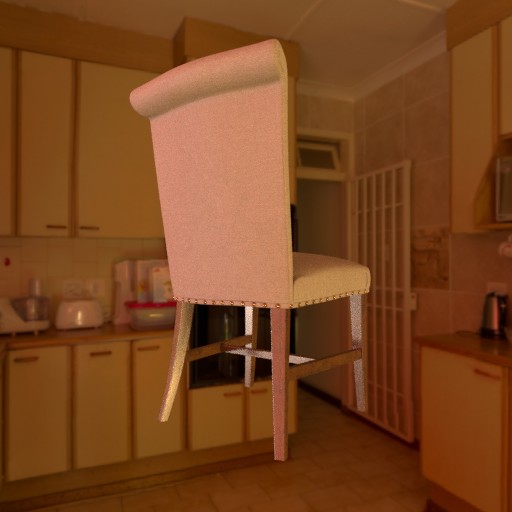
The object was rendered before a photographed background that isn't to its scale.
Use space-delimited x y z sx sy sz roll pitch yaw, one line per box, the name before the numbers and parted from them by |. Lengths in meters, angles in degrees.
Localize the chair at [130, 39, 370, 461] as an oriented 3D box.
chair | 0.000 0.000 1.351 0.513 0.988 0.608 0 -1 37
